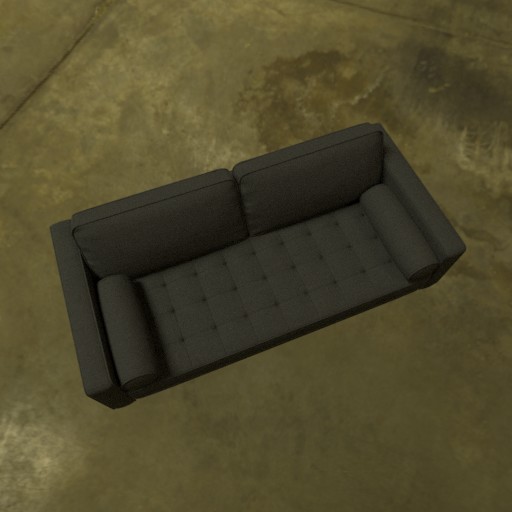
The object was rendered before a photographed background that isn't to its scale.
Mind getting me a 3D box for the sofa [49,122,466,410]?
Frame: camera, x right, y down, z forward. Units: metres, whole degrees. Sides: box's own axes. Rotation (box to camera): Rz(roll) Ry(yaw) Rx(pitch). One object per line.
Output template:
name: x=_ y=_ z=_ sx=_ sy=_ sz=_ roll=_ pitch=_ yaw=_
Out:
sofa: x=0.000 y=0.000 z=2.338 sx=1.875 sy=0.759 sz=0.914 roll=-19 pitch=64 yaw=-10
